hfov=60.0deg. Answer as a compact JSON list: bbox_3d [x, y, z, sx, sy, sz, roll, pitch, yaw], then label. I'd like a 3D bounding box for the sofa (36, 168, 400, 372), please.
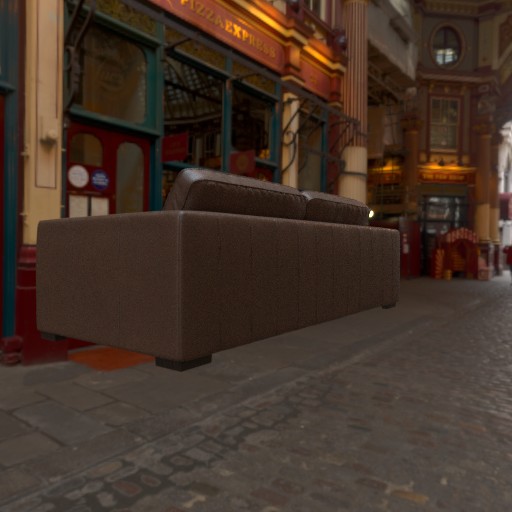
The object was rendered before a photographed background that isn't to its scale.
[{"bbox_3d":[0.000,0.000,2.768,1.070,0.801,2.262,1,1,37],"label":"sofa"}]
